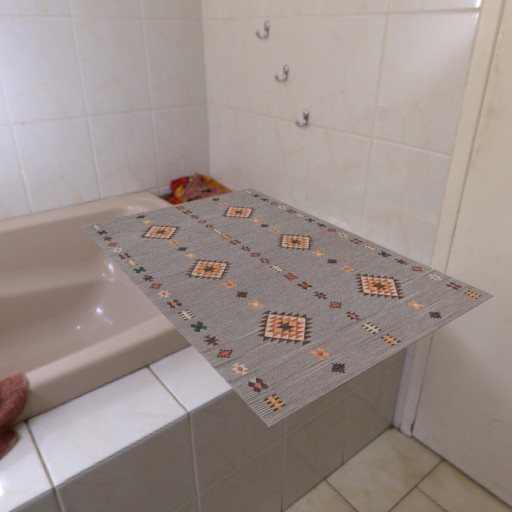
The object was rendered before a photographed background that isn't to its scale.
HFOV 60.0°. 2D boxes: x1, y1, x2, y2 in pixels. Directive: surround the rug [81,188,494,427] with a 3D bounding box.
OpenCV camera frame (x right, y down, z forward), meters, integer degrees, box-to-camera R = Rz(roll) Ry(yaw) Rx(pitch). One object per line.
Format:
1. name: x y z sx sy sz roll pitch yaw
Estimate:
1. rug: 0.000 0.000 2.251 1.217 0.005 1.818 -18 32 -31
